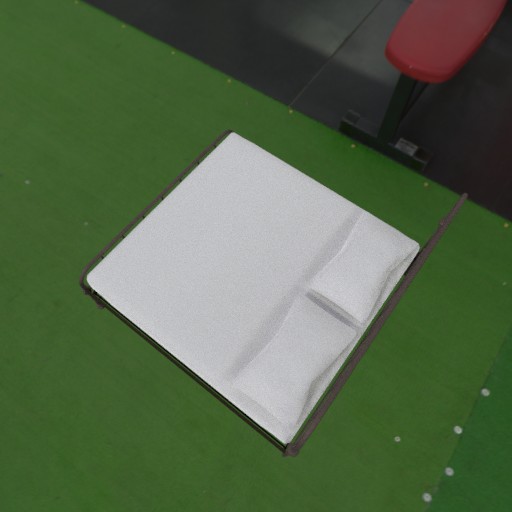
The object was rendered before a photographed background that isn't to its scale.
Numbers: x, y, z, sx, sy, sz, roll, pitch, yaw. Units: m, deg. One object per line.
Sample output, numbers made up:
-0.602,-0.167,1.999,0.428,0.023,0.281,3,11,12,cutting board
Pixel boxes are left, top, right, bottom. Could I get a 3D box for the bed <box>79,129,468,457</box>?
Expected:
0.000,0.000,3.481,2.134,1.446,2.044,34,69,15,bed
